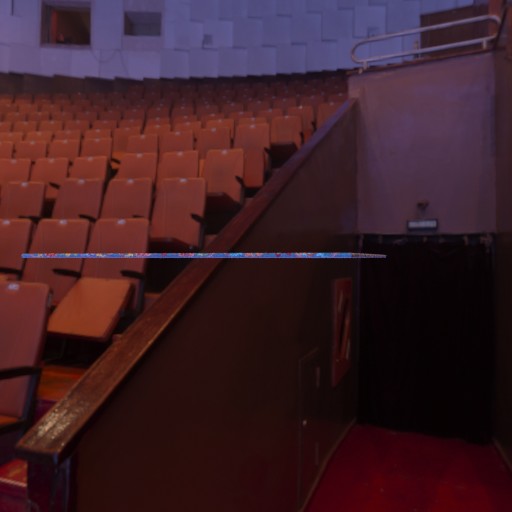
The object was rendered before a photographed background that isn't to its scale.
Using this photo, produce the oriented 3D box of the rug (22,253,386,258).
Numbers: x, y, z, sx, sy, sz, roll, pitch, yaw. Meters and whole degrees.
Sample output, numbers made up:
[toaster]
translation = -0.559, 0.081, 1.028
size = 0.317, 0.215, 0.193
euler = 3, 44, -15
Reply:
[rug]
translation = 0.000, 0.000, 2.317
size = 1.216, 0.014, 1.836
euler = 0, 0, 19
